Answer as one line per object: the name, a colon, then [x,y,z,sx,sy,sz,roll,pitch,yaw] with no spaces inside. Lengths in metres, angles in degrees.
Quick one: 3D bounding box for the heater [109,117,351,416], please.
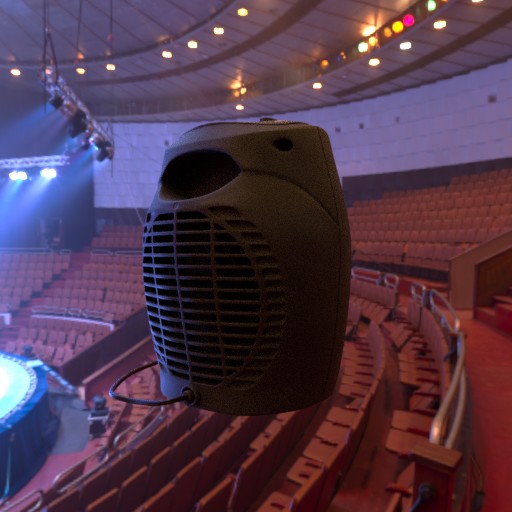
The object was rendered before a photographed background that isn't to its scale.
heater: [0.000,0.000,0.463,0.239,0.240,0.291,0,1,36]
